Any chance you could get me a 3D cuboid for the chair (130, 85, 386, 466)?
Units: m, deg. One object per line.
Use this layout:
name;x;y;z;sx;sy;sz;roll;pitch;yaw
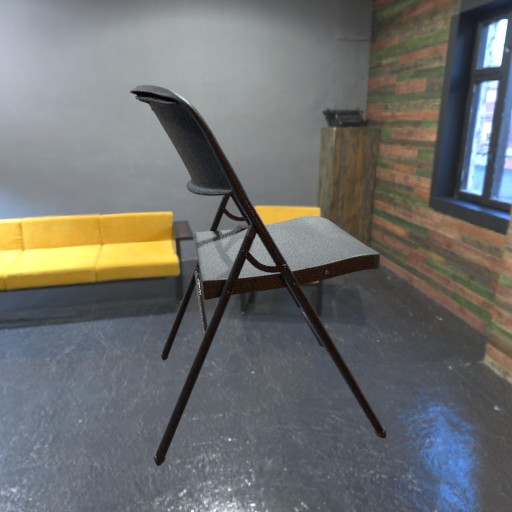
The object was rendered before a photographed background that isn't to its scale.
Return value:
chair;0.000;0.000;1.146;0.566;0.810;0.494;-3;17;-9
